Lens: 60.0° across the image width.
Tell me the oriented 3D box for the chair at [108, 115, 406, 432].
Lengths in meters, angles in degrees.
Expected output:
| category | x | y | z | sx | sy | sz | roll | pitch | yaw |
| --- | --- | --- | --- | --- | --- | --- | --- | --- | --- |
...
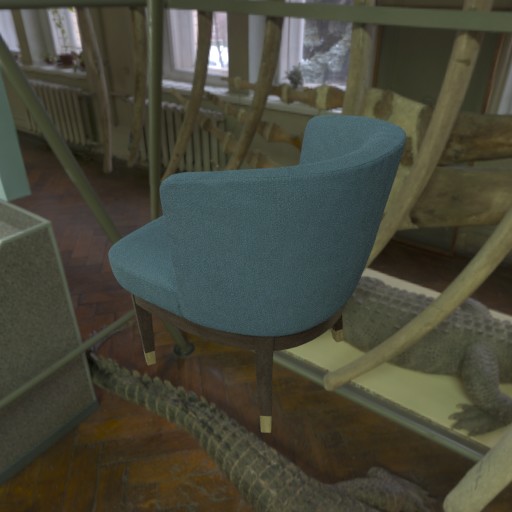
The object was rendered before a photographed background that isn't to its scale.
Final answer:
| category | x | y | z | sx | sy | sz | roll | pitch | yaw |
| --- | --- | --- | --- | --- | --- | --- | --- | --- | --- |
| chair | 0.000 | 0.000 | 1.279 | 0.702 | 0.760 | 0.661 | 20 | 36 | 30 |
